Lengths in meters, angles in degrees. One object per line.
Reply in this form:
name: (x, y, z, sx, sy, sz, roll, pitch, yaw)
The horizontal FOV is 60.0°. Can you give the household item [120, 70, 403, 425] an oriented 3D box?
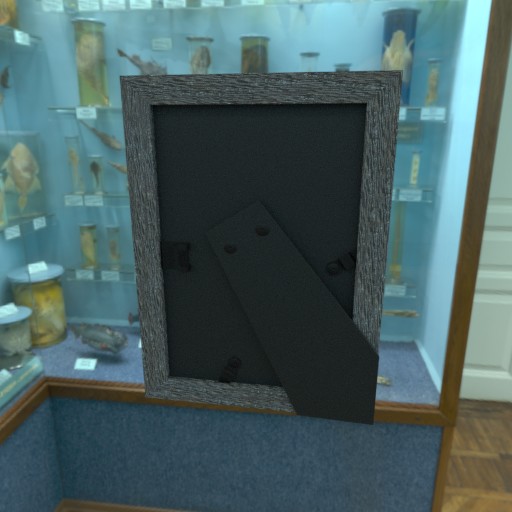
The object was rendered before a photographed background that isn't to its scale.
household item: (0.000, 0.000, 0.236, 0.133, 0.180, 0.020, 3, 17, 9)
